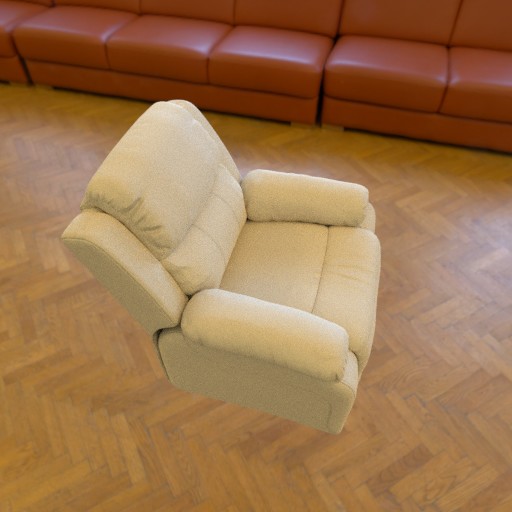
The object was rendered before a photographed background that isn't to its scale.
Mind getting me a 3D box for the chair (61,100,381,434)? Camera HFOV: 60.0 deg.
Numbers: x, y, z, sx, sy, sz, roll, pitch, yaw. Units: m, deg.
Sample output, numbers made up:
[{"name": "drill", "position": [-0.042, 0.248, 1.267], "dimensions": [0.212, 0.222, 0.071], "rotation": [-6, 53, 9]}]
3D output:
[{"name": "chair", "position": [0.000, 0.000, 1.248], "dimensions": [0.709, 0.702, 0.680], "rotation": [11, 48, 10]}]
